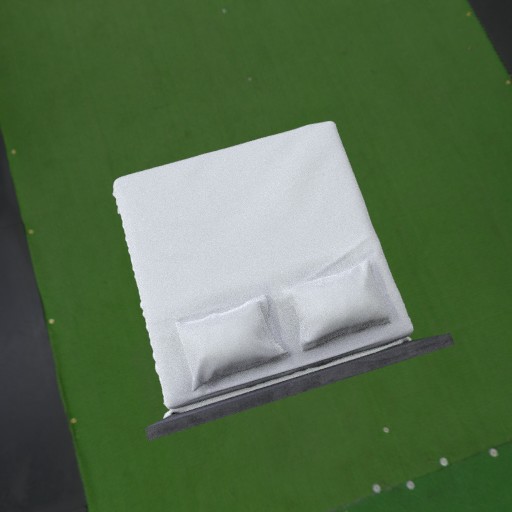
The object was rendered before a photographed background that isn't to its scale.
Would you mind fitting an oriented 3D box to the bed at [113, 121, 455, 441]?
[{"bbox_3d":[0.000,0.000,3.570,2.255,1.158,2.165,-16,76,-4],"label":"bed"}]
